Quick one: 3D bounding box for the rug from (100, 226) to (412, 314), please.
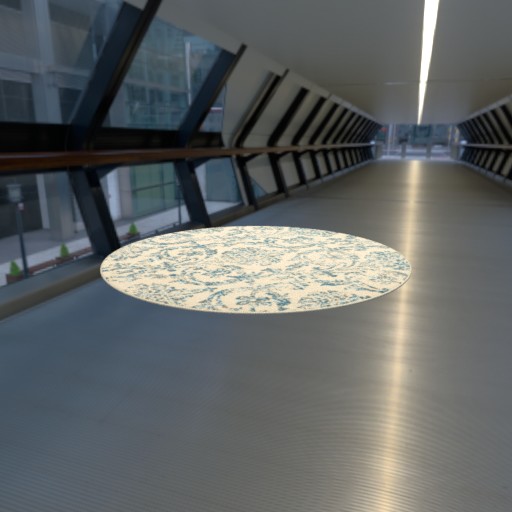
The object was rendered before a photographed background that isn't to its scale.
[{"bbox_3d":[0.000,0.000,2.391,1.593,0.012,1.593,0,15,0],"label":"rug"}]
